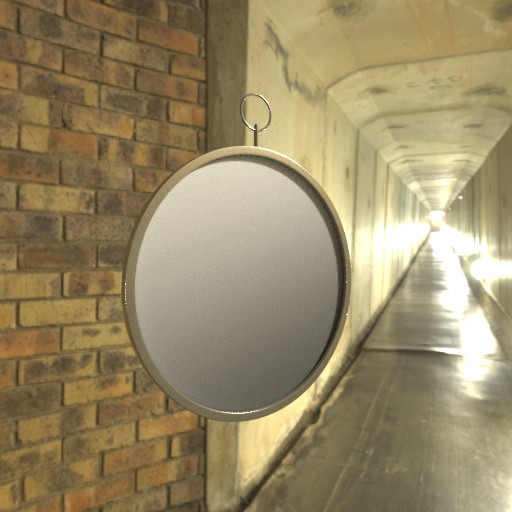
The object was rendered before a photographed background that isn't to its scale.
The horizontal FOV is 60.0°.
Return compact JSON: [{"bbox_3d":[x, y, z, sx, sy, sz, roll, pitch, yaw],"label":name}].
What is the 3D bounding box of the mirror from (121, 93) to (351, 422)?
[{"bbox_3d":[0.000,0.000,0.975,0.594,0.713,0.020,0,1,-36],"label":"mirror"}]
